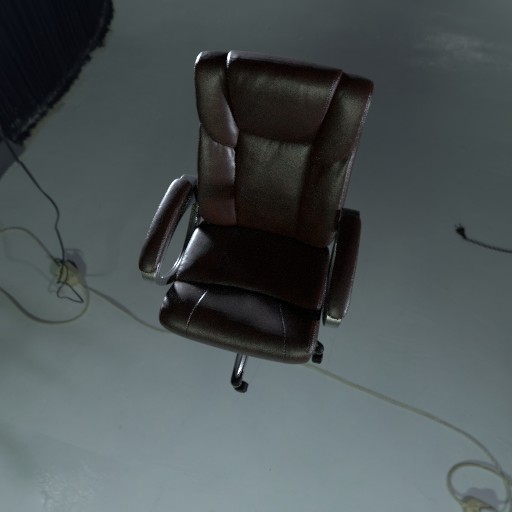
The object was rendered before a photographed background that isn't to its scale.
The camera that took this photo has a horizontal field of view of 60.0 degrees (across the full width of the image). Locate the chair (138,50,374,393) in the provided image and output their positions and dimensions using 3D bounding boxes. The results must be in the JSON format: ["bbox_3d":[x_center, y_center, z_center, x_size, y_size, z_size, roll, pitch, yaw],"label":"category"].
[{"bbox_3d":[0.000,0.000,1.542,0.656,1.128,0.692,13,61,7],"label":"chair"}]
